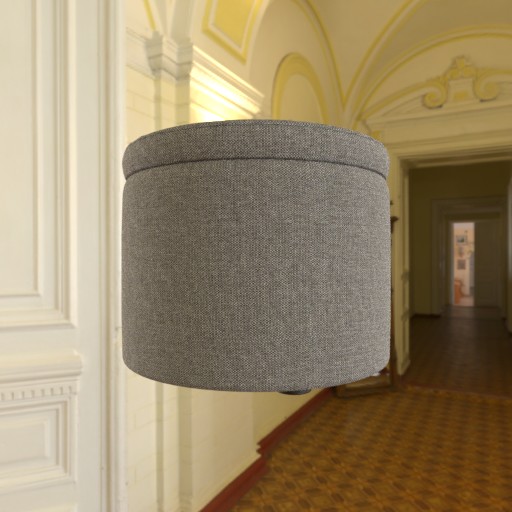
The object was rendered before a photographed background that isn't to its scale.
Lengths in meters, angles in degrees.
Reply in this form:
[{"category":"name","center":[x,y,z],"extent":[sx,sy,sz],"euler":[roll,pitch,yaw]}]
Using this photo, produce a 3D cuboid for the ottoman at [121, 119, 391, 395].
[{"category":"ottoman","center":[0.000,0.000,0.895],"extent":[0.520,0.430,0.520],"euler":[0,0,0]}]
